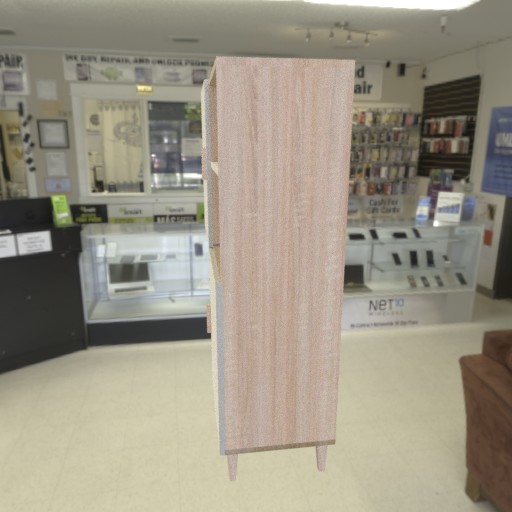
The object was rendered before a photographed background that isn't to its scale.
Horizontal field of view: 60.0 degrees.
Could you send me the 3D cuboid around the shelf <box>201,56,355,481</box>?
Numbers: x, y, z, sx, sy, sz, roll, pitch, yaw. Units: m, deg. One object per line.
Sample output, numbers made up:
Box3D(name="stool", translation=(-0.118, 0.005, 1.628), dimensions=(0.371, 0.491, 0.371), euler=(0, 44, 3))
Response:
Box3D(name="shelf", translation=(0.000, 0.000, 1.894), dimensions=(0.434, 1.405, 0.995), euler=(-2, 15, -8))
